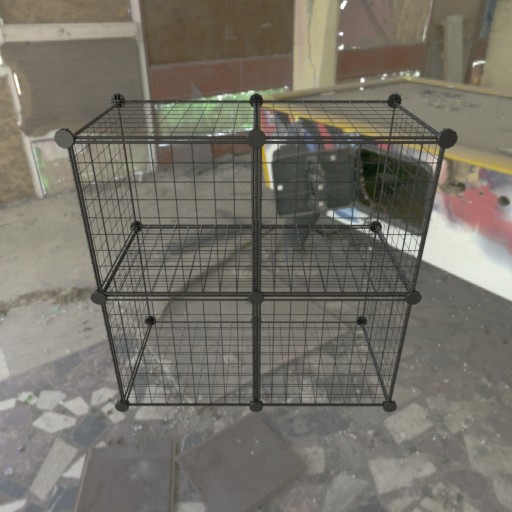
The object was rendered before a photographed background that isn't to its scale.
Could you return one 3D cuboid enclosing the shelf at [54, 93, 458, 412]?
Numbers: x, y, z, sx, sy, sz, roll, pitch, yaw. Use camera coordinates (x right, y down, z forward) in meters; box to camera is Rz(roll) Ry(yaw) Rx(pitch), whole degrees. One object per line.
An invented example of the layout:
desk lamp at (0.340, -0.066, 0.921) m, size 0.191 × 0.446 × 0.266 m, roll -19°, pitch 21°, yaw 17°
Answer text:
shelf at (0.000, 0.000, 1.105) m, size 0.711 × 0.711 × 0.356 m, roll 0°, pitch 30°, yaw 0°
